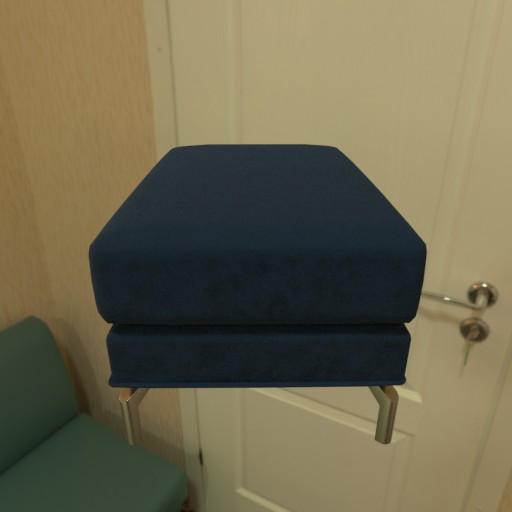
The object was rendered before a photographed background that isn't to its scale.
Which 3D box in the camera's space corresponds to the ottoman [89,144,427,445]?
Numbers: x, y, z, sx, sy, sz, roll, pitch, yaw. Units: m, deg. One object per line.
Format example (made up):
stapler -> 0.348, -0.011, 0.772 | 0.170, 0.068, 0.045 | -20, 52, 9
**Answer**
ottoman -> 0.000, 0.000, 1.189 | 0.587, 0.498, 0.835 | 0, 25, -1
